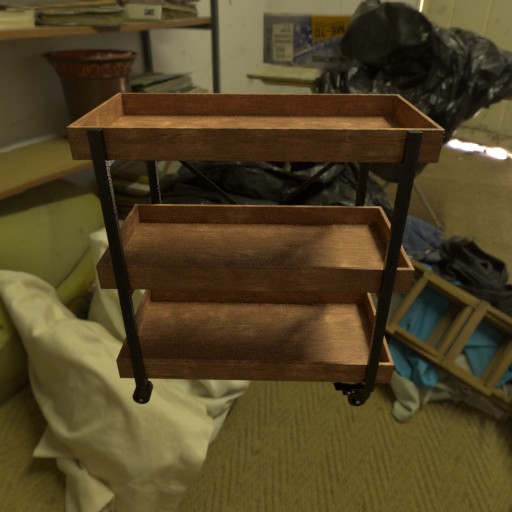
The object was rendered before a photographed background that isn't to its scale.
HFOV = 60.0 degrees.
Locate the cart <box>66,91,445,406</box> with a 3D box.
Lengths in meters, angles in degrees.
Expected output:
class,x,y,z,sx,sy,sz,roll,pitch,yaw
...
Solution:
class,x,y,z,sx,sy,sz,roll,pitch,yaw
cart,0.000,0.000,1.235,0.750,0.800,0.411,1,31,1
